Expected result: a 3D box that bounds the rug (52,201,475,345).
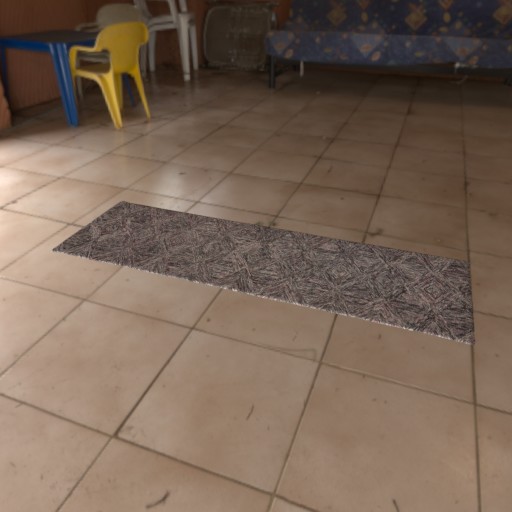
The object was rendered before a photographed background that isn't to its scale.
[{"bbox_3d":[0.000,0.000,2.551,2.305,0.013,0.719,11,34,17],"label":"rug"}]
